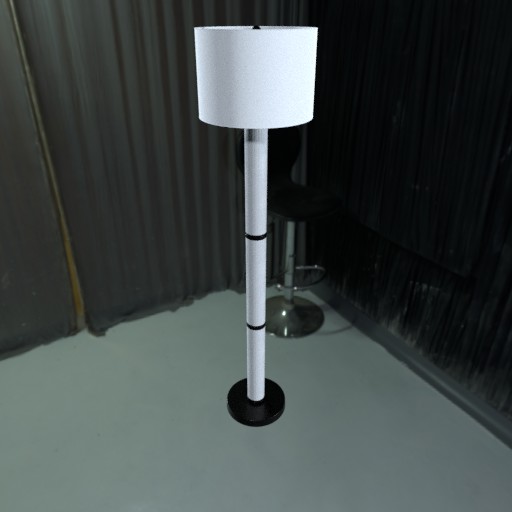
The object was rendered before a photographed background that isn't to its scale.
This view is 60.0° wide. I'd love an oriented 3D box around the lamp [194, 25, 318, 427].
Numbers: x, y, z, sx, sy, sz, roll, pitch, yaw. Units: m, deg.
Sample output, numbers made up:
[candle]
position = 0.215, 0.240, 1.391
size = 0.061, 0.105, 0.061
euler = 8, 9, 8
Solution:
[lamp]
position = 0.000, 0.000, 1.732
size = 0.377, 1.599, 0.377
euler = -17, 33, -29
